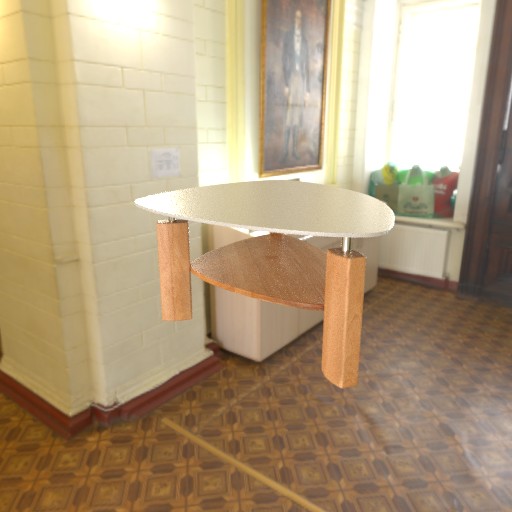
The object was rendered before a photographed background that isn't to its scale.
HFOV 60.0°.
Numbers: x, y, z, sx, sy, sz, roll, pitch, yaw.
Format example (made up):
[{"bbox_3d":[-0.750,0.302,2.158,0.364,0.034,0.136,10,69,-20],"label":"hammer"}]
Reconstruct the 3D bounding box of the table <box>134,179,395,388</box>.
[{"bbox_3d":[0.000,0.000,1.663,0.850,0.440,1.250,-2,16,-7],"label":"table"}]
